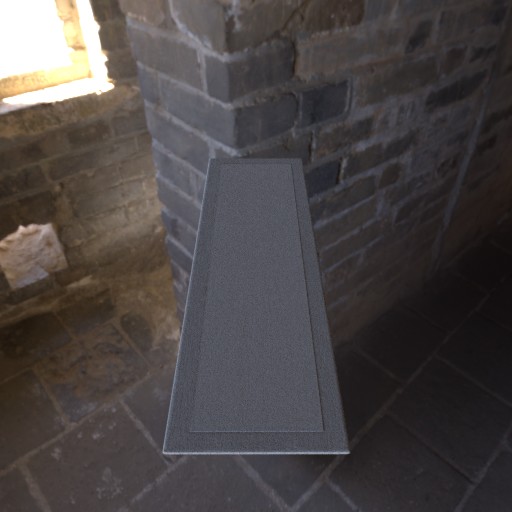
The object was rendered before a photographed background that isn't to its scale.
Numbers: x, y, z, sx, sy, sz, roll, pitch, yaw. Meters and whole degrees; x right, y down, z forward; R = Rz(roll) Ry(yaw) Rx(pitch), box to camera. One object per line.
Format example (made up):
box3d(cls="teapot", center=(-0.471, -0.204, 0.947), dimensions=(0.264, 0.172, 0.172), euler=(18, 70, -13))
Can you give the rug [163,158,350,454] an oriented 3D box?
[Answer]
box3d(cls="rug", center=(0.000, 0.000, 2.703), dimensions=(0.759, 0.012, 2.430), euler=(0, 41, 0))
